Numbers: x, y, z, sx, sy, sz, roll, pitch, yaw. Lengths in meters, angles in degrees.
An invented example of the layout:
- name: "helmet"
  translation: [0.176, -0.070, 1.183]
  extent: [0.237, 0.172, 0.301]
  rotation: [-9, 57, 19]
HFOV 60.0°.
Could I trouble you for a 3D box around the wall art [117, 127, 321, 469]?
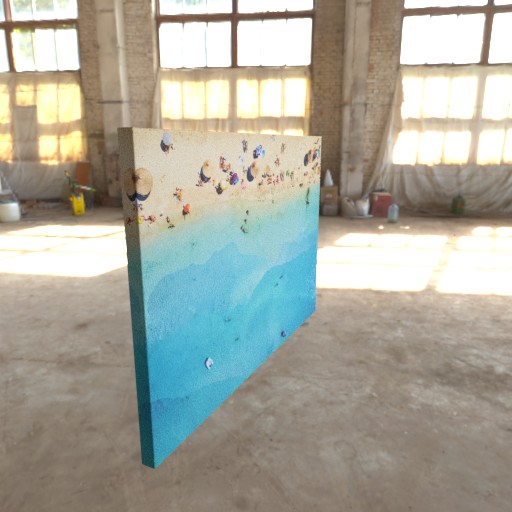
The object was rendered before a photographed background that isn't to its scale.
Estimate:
- name: "wall art"
  translation: [0.000, 0.000, 1.442]
  extent: [0.040, 0.769, 1.136]
  rotation: [7, 16, 26]
